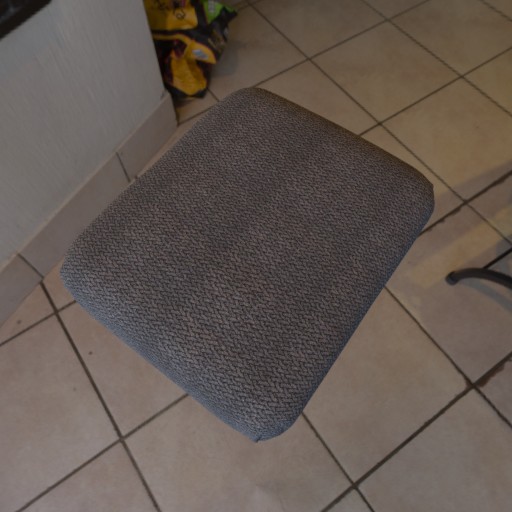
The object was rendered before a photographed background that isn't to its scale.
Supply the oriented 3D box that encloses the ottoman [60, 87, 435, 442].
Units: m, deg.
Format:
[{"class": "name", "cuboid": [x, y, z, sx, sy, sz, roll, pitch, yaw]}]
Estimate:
[{"class": "ottoman", "cuboid": [0.000, 0.000, 1.148, 0.622, 0.450, 0.747, 33, 67, 16]}]
